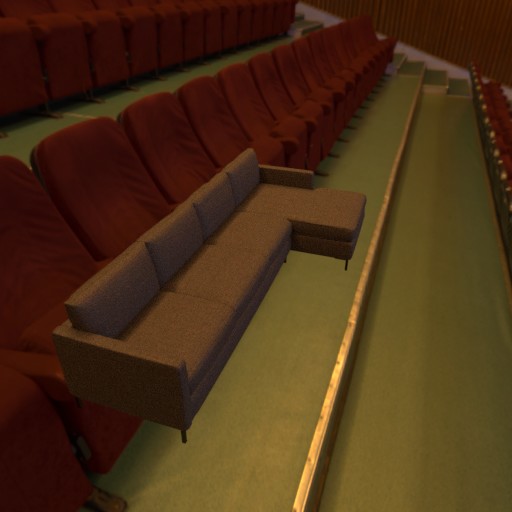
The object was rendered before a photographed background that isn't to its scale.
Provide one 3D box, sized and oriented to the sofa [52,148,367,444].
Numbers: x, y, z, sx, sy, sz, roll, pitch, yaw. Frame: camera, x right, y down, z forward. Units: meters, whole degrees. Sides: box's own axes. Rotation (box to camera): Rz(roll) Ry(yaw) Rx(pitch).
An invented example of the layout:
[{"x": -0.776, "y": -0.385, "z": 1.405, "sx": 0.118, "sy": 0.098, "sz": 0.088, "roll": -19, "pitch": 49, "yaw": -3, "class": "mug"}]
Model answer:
[{"x": 0.000, "y": 0.000, "z": 3.799, "sx": 1.483, "sy": 0.892, "sz": 3.221, "roll": 11, "pitch": 33, "yaw": 17, "class": "sofa"}]
